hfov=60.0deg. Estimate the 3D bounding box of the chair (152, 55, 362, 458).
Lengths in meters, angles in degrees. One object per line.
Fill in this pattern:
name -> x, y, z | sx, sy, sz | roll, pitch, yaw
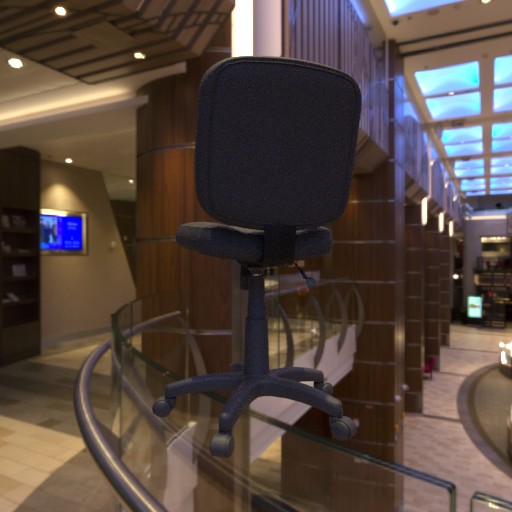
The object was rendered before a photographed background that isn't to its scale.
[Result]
chair -> 0.000, 0.000, 1.357 | 0.610, 0.972, 0.610 | 0, 0, -18
